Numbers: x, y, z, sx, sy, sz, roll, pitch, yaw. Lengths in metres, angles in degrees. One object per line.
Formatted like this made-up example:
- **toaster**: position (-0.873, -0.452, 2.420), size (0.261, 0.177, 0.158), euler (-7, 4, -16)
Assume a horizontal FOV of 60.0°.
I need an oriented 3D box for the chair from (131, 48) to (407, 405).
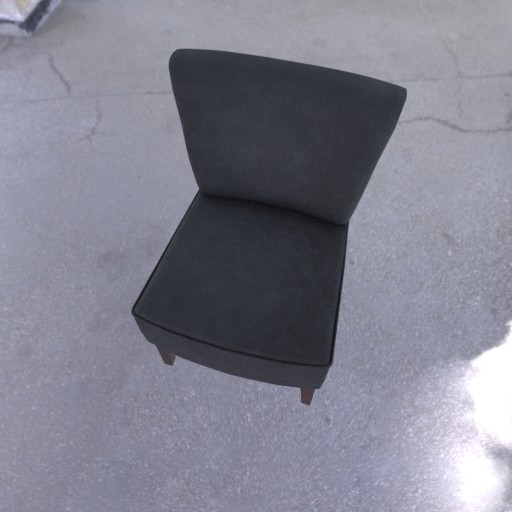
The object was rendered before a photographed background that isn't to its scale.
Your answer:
- **chair**: position (0.000, 0.000, 1.171), size (0.521, 0.806, 0.554), euler (14, 59, 8)
